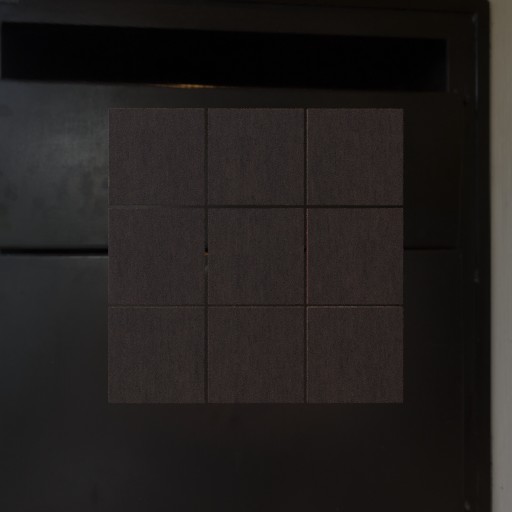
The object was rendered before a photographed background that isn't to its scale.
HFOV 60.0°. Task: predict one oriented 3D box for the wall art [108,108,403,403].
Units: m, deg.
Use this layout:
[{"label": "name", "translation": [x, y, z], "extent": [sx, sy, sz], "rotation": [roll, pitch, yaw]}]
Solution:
[{"label": "wall art", "translation": [0.000, 0.000, 1.383], "extent": [0.915, 0.914, 0.013], "rotation": [0, 0, 0]}]
